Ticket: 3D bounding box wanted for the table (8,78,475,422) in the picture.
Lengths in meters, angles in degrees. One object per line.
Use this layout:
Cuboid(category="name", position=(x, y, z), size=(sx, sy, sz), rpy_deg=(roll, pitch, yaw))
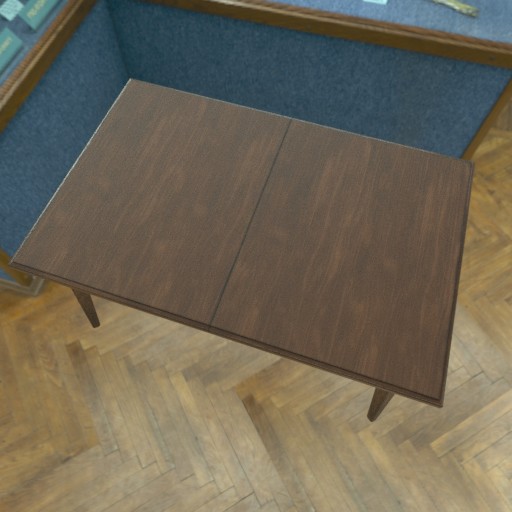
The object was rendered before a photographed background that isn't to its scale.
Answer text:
Cuboid(category="table", position=(0.000, 0.000, 2.003), size=(1.524, 0.761, 0.990), rpy_deg=(16, 64, 8))
